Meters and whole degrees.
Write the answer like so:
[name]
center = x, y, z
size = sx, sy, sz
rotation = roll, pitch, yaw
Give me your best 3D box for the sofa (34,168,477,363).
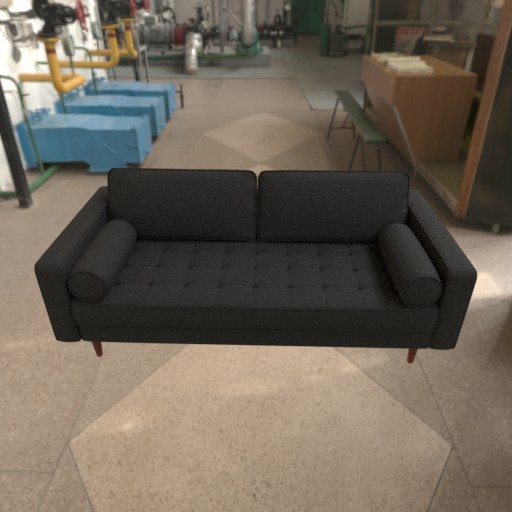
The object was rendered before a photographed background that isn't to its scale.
[sofa]
center = 0.000, 0.000, 2.317
size = 1.875, 0.759, 0.914
rotation = 1, 31, 1
